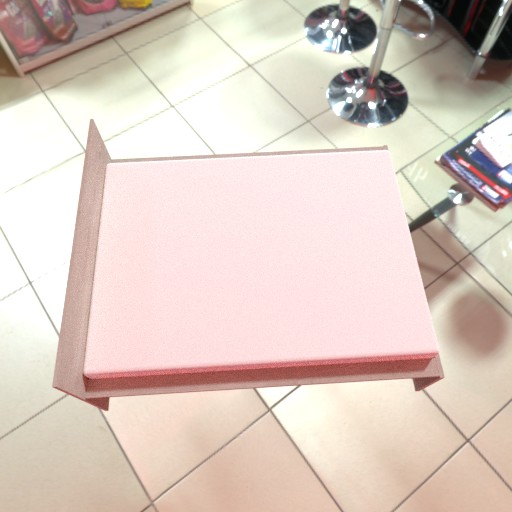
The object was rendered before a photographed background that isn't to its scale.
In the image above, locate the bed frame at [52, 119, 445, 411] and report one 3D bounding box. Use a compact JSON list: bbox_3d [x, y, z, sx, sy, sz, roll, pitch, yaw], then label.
[{"bbox_3d":[0.000,0.000,2.766,1.960,0.800,1.622,-3,63,-2],"label":"bed frame"}]
